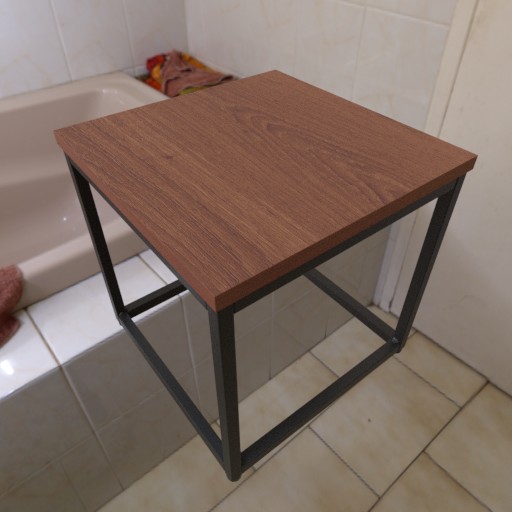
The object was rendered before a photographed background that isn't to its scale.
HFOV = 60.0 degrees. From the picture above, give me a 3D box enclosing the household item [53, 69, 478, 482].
[{"bbox_3d":[0.000,0.000,0.718,0.400,0.400,0.400,-27,48,-27],"label":"household item"}]
